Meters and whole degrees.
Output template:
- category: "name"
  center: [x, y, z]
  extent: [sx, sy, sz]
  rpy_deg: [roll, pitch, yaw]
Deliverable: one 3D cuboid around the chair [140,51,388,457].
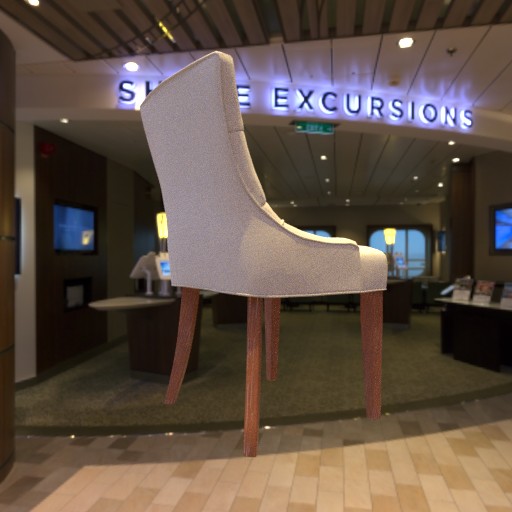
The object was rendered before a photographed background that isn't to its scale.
- category: "chair"
  center: [0.000, 0.000, 1.240]
  extent: [0.565, 0.874, 0.509]
  rpy_deg: [0, 0, -36]
